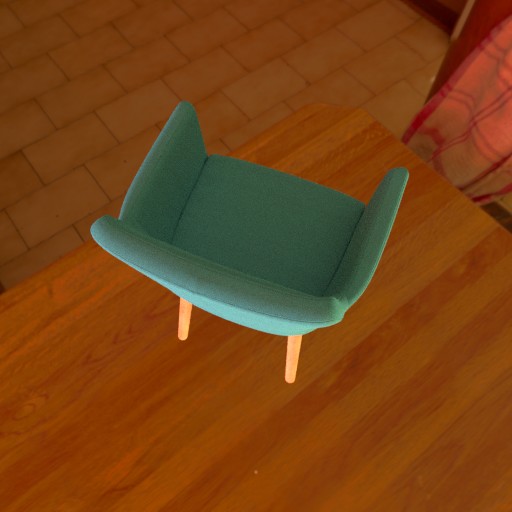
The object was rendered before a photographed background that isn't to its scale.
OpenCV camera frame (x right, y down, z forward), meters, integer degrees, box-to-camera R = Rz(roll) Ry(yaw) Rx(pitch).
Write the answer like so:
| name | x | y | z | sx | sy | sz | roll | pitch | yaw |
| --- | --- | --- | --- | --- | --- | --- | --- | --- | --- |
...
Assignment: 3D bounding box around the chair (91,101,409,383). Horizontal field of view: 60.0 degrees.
| name | x | y | z | sx | sy | sz | roll | pitch | yaw |
| --- | --- | --- | --- | --- | --- | --- | --- | --- | --- |
| chair | 0.000 | 0.000 | 1.161 | 0.570 | 0.780 | 0.540 | 20 | 66 | 9 |
